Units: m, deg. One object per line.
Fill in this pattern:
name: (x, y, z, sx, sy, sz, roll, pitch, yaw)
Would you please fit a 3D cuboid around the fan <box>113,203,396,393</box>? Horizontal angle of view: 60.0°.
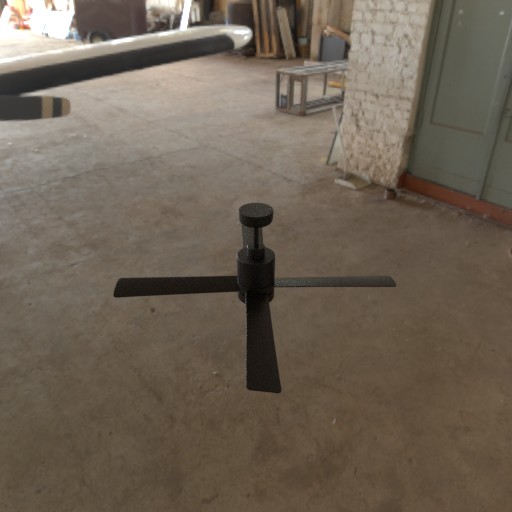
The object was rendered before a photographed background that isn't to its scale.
fan: (0.000, 0.000, 2.337, 1.525, 0.534, 1.525, -1, 31, -2)
